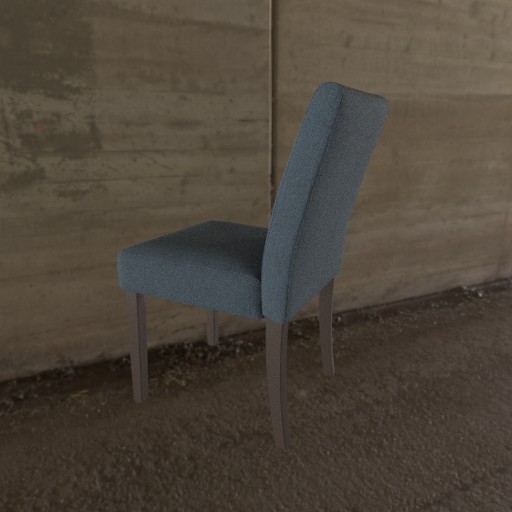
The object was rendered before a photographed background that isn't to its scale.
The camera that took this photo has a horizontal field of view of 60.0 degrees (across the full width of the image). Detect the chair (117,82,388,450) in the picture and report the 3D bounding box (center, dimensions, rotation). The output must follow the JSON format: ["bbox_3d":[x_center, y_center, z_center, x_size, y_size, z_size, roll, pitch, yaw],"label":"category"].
[{"bbox_3d":[0.000,0.000,1.273,0.629,0.882,0.487,8,18,26],"label":"chair"}]
